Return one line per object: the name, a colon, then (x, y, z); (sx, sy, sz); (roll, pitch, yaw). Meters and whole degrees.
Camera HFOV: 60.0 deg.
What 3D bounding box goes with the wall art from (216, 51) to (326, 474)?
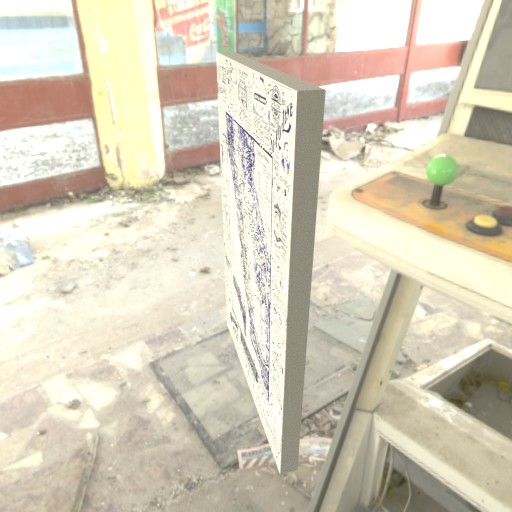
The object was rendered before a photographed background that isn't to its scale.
wall art: (0.000, 0.000, 0.947); (0.039, 0.753, 0.511); (-8, 31, -13)
